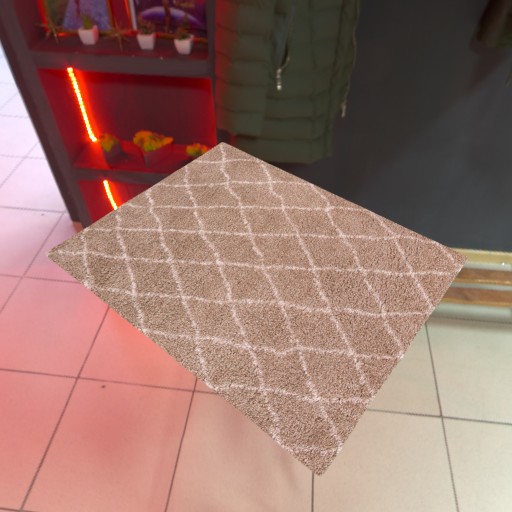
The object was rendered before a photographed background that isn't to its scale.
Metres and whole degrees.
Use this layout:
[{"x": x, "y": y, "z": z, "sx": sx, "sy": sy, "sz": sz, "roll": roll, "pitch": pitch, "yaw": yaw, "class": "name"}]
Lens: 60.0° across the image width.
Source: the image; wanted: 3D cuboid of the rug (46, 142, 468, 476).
[{"x": 0.000, "y": 0.000, "z": 4.070, "sx": 3.047, "sy": 0.029, "sz": 2.438, "roll": 31, "pitch": 54, "yaw": 26, "class": "rug"}]
